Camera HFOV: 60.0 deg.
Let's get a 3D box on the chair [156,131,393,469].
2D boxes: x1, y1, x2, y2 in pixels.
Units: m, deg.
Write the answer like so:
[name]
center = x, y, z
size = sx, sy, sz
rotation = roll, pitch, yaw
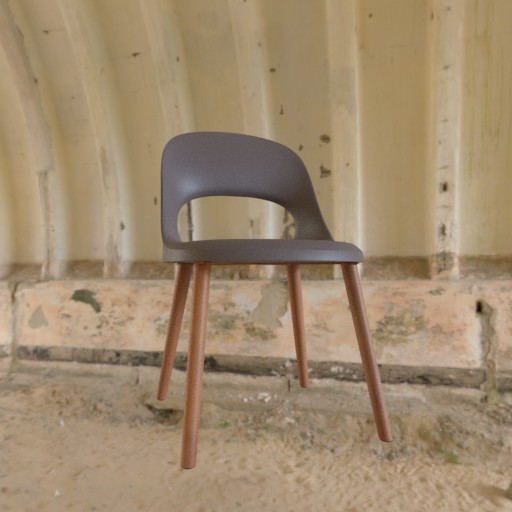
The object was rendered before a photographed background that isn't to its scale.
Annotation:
[chair]
center = 0.000, 0.000, 1.129
size = 0.470, 0.794, 0.556
rotation = 1, -2, -17
